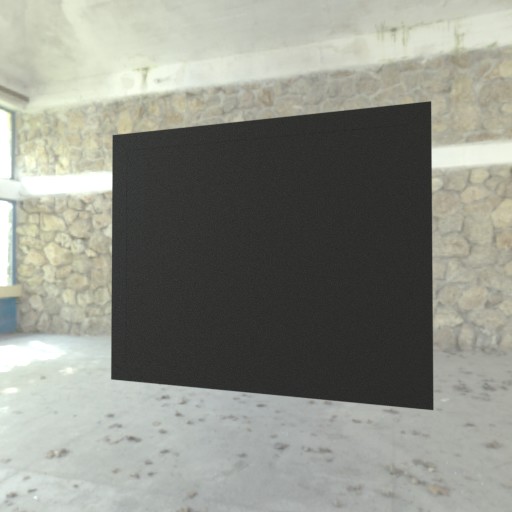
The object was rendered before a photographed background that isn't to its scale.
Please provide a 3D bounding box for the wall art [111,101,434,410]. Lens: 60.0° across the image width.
[{"bbox_3d":[0.000,0.000,0.755,0.558,0.457,0.029,0,-1,18],"label":"wall art"}]
